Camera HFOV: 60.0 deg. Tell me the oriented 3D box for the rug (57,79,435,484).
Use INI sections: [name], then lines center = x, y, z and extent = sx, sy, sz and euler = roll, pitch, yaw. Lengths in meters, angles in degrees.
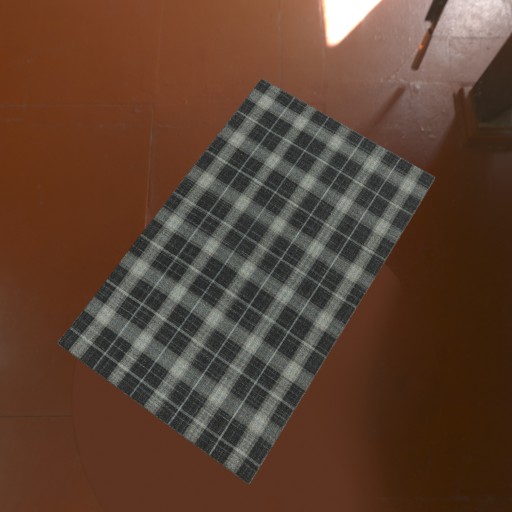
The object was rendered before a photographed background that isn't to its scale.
[rug]
center = 0.000, 0.000, 3.055
extent = 1.520, 0.015, 2.434
euler = 33, 77, 9
